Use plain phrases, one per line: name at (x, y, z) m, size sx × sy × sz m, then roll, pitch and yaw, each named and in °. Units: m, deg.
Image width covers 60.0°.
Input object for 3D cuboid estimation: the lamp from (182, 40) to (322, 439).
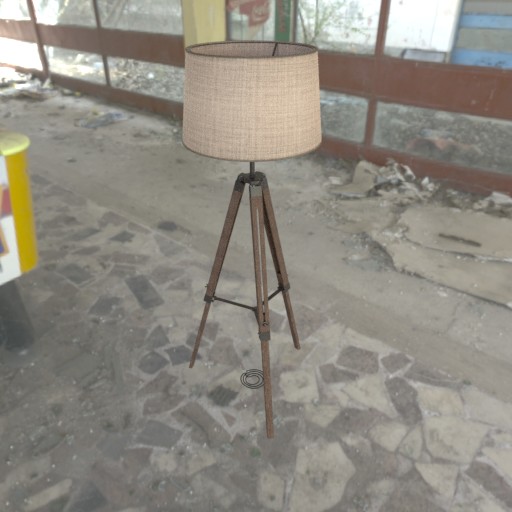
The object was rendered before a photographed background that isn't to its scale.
lamp at (0.000, 0.000, 1.775) m, size 0.604 × 1.510 × 0.587 m, roll -8°, pitch 32°, yaw -12°
